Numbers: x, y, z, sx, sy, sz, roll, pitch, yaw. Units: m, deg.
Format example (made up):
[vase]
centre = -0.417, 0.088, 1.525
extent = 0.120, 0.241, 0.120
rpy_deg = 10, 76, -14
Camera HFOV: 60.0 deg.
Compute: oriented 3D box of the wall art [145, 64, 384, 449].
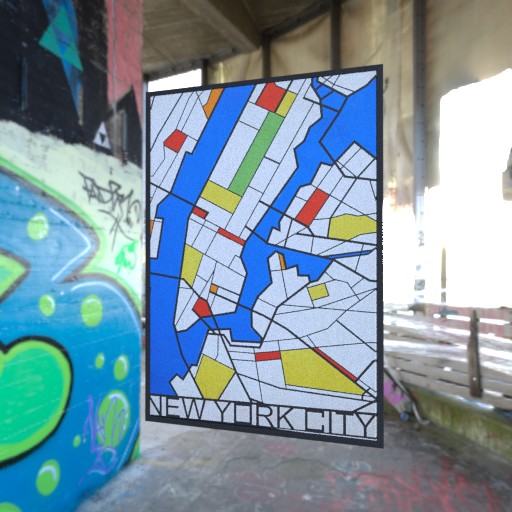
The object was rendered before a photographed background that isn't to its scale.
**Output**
[wall art]
centre = 0.000, 0.000, 0.831
extent = 0.460, 0.660, 0.013
rpy_deg = 0, 0, 16
